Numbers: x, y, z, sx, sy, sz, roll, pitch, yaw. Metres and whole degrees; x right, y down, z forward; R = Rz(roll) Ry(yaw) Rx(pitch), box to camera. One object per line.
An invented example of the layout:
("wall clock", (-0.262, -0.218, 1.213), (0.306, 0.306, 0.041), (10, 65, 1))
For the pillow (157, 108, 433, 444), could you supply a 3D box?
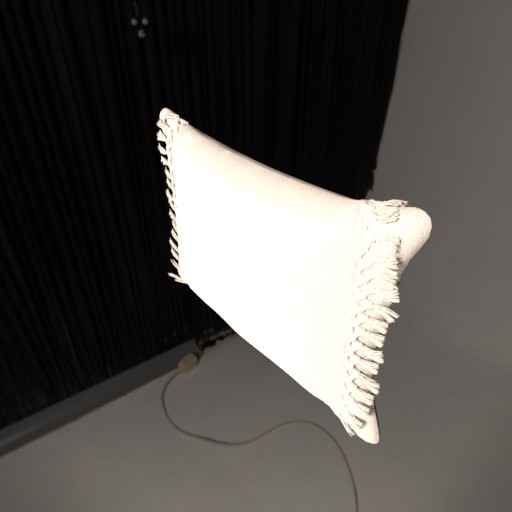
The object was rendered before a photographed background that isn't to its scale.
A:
("pillow", (0.000, 0.000, 0.590), (0.084, 0.305, 0.466), (-22, 38, -31))
